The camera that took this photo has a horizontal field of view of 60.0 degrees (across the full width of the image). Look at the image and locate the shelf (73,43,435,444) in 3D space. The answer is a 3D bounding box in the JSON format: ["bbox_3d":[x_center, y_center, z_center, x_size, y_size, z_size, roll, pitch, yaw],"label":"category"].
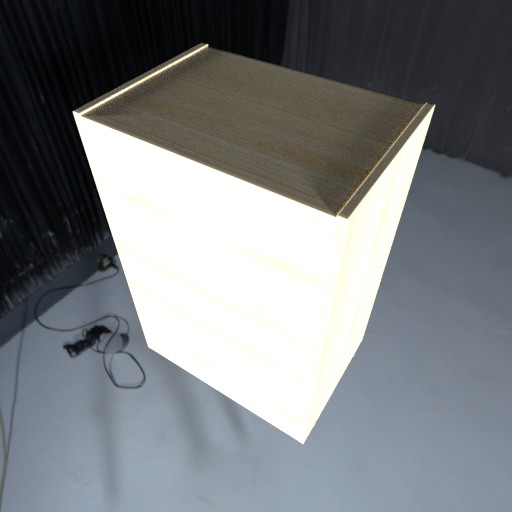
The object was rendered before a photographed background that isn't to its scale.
[{"bbox_3d":[0.000,0.000,0.827,0.414,0.592,0.290,25,51,22],"label":"shelf"}]
